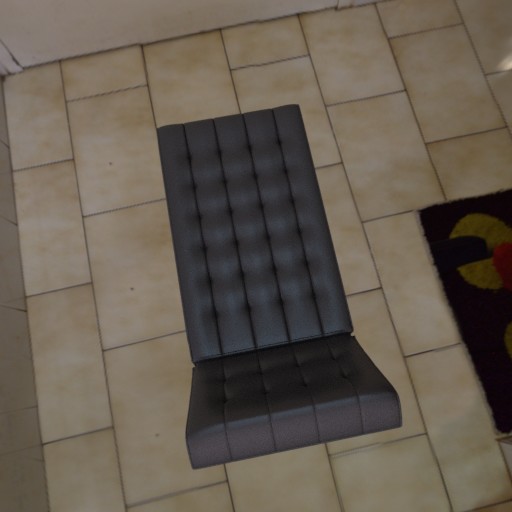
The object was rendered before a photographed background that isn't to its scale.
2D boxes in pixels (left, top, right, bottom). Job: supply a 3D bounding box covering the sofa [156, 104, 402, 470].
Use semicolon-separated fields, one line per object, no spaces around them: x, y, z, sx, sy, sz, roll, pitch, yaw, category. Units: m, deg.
0.000;0.000;2.039;0.760;0.820;1.560;-10;76;-3;sofa
